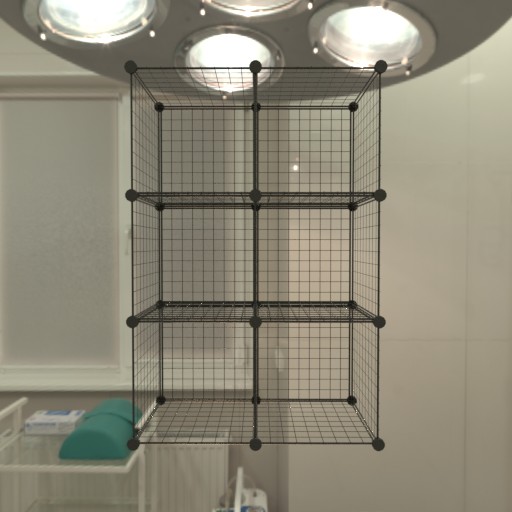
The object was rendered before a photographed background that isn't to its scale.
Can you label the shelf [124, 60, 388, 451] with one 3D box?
[{"bbox_3d":[0.000,0.000,1.387,0.711,1.067,0.356,0,1,0],"label":"shelf"}]
